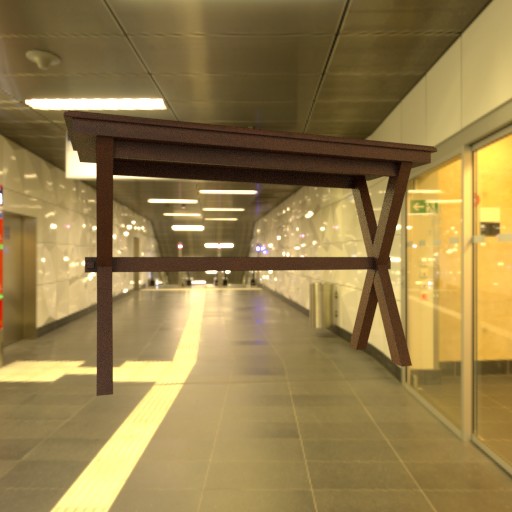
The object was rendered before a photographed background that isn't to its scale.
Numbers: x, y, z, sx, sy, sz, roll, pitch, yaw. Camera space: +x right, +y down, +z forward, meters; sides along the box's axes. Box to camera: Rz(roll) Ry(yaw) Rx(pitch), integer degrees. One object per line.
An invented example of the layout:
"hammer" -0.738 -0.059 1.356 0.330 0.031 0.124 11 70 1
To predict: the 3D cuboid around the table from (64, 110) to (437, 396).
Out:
"table" 0.000 0.000 1.537 1.197 0.763 0.399 0 0 -19
